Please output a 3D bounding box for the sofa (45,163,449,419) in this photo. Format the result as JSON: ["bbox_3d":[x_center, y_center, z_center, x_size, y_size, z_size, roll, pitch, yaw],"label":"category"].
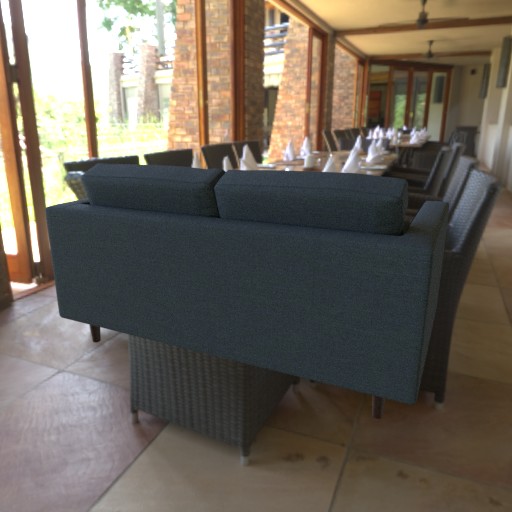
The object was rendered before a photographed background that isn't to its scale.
[{"bbox_3d":[0.000,0.000,2.175,1.659,0.907,0.999,8,18,24],"label":"sofa"}]
